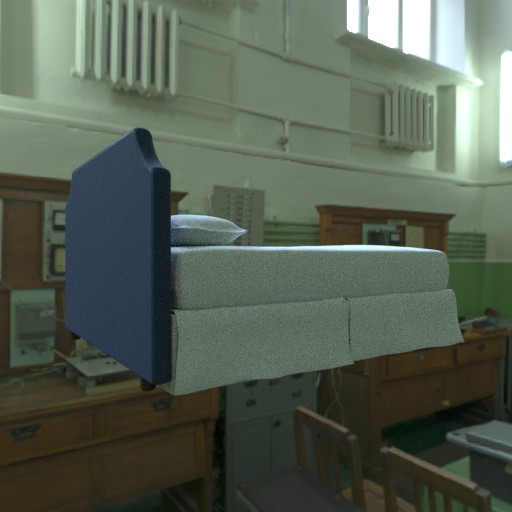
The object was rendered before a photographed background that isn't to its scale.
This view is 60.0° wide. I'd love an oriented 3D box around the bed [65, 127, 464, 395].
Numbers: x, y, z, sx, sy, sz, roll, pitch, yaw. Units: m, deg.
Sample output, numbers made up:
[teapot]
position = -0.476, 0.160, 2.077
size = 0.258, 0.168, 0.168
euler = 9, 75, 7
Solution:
[bed]
position = 0.000, 0.000, 3.963
size = 2.773, 1.488, 2.350
euler = 0, 0, -34
